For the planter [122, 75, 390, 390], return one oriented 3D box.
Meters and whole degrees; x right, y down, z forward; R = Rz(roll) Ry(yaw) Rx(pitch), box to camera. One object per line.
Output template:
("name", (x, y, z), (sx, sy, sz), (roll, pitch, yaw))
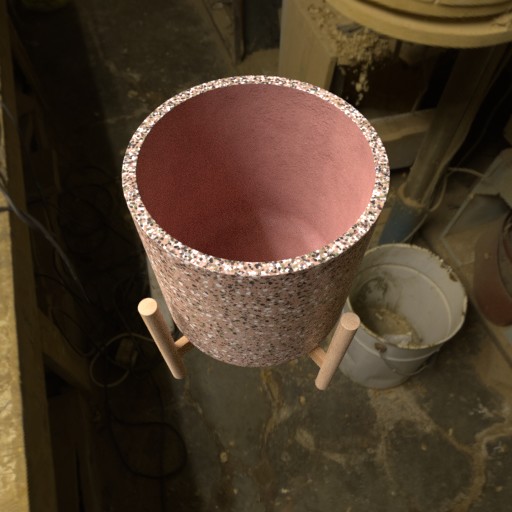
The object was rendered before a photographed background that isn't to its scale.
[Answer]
("planter", (0.000, 0.000, 0.685), (0.360, 0.419, 0.360), (-16, 60, -9))
